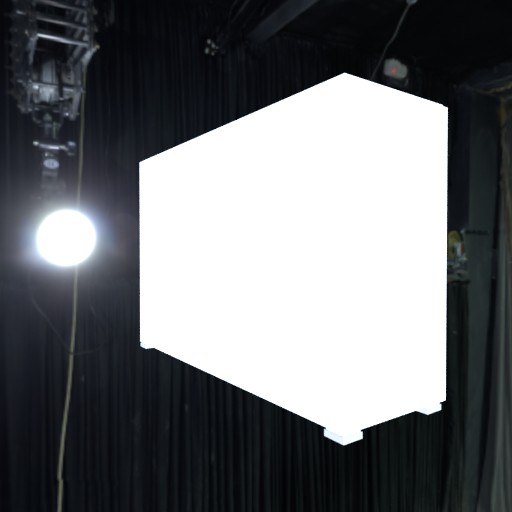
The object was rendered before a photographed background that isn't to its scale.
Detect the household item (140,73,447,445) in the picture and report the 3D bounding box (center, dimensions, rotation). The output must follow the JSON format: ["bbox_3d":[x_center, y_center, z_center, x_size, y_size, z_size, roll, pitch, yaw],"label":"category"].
[{"bbox_3d":[0.000,0.000,1.683,0.420,0.867,1.300,-1,1,-35],"label":"household item"}]
